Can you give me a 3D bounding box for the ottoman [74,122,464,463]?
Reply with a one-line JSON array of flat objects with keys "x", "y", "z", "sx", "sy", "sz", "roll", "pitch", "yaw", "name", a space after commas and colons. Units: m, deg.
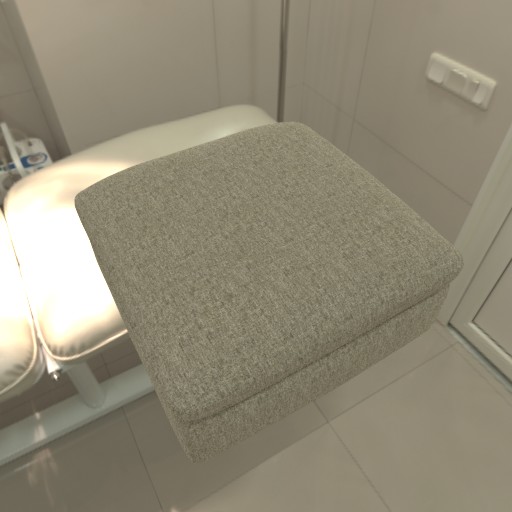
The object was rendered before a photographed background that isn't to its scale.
[{"x": 0.000, "y": 0.000, "z": 1.650, "sx": 1.039, "sy": 0.526, "sz": 1.035, "roll": -23, "pitch": 52, "yaw": -20, "name": "ottoman"}]
